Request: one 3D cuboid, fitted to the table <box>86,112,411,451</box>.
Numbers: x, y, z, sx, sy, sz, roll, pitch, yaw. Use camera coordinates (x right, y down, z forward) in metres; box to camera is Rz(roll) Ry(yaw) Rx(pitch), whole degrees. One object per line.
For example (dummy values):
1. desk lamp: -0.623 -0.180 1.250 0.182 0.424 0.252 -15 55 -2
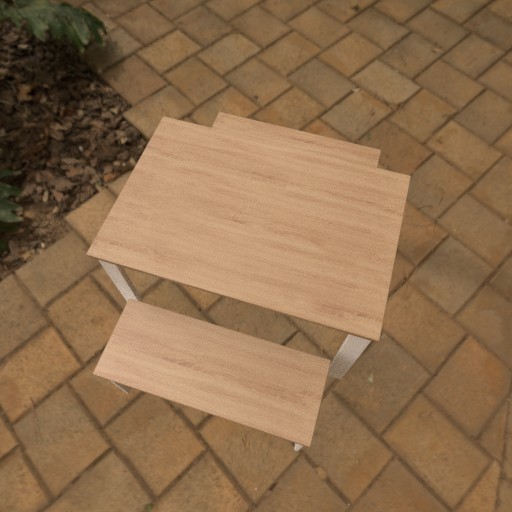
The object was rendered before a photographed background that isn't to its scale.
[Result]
1. table: 0.000 0.000 2.040 1.100 0.700 1.443 16 63 8
